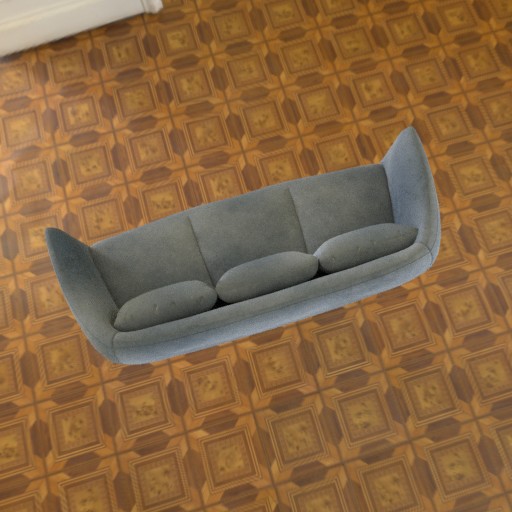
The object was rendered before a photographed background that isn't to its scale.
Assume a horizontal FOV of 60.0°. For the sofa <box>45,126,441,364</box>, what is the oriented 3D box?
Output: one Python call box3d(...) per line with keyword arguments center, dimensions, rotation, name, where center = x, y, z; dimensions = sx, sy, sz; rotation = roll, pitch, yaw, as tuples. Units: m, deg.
box3d(center=(0.000, 0.000, 2.571), dimensions=(2.095, 0.795, 0.849), rotation=(-16, 76, -4), name="sofa")
